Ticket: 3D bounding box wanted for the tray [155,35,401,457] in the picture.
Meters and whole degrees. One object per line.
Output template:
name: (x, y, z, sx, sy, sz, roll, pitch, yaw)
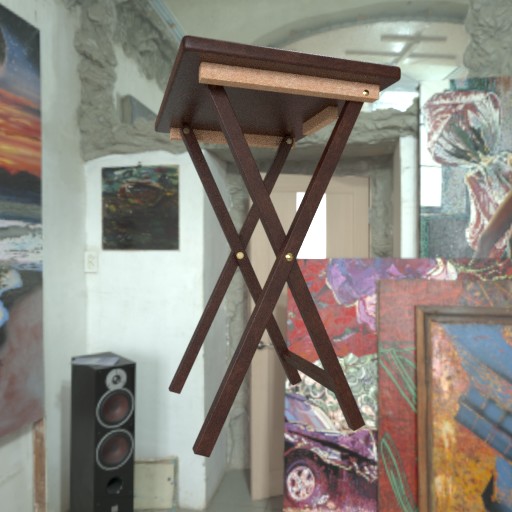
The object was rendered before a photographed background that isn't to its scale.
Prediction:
tray: (0.000, 0.000, 0.942, 0.381, 0.660, 0.483, 0, 1, -18)
